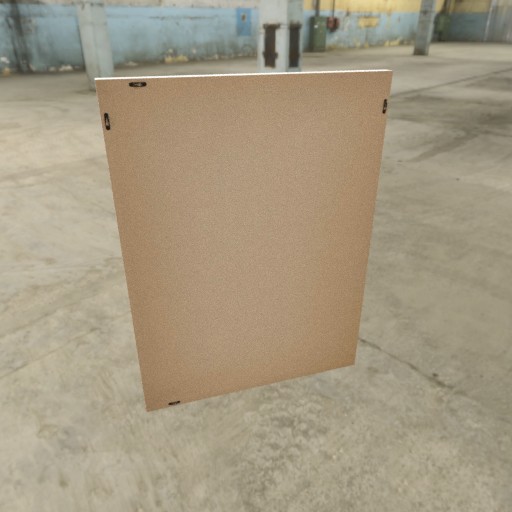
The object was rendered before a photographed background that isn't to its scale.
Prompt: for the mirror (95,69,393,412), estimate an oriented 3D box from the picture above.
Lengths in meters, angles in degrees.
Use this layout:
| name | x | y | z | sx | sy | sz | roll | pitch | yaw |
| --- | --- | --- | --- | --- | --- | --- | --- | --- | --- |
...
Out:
| name | x | y | z | sx | sy | sz | roll | pitch | yaw |
| --- | --- | --- | --- | --- | --- | --- | --- | --- | --- |
| mirror | 0.000 | 0.000 | 1.333 | 0.762 | 1.016 | 0.041 | -8 | 28 | -16 |
